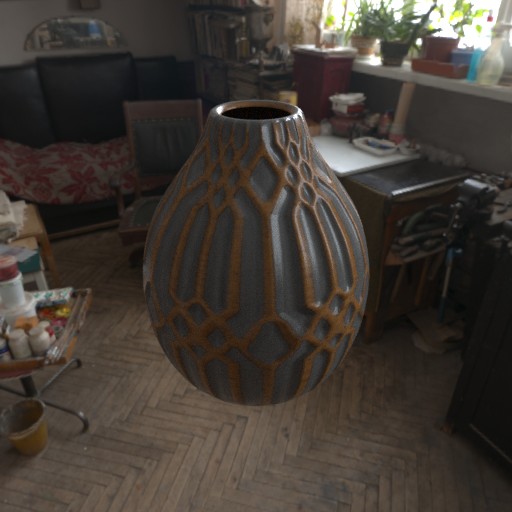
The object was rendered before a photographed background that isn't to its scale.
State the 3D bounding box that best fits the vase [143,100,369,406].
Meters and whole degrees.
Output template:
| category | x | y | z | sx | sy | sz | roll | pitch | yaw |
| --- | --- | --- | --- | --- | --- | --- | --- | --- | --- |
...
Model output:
| category | x | y | z | sx | sy | sz | roll | pitch | yaw |
| --- | --- | --- | --- | --- | --- | --- | --- | --- | --- |
| vase | 0.000 | 0.000 | 0.136 | 0.069 | 0.088 | 0.069 | 0 | 31 | 0 |
